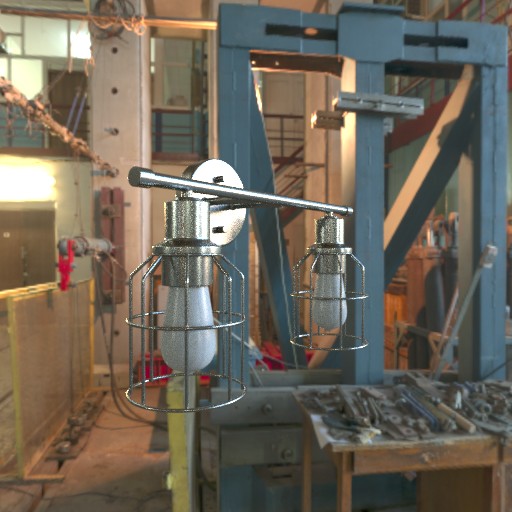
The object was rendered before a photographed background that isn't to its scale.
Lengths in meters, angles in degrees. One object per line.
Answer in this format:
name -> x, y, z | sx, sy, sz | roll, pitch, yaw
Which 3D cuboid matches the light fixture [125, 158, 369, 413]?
light fixture -> 0.000, 0.000, 0.548 | 0.165, 0.254, 0.406 | 0, 1, 37
